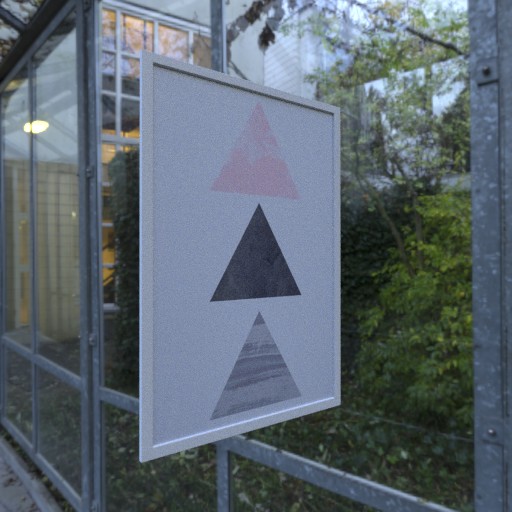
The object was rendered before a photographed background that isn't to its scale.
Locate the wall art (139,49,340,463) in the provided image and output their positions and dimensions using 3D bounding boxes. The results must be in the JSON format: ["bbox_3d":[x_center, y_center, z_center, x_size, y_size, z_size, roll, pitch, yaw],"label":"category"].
[{"bbox_3d":[0.000,0.000,1.210,0.659,0.940,0.013,0,0,-37],"label":"wall art"}]
